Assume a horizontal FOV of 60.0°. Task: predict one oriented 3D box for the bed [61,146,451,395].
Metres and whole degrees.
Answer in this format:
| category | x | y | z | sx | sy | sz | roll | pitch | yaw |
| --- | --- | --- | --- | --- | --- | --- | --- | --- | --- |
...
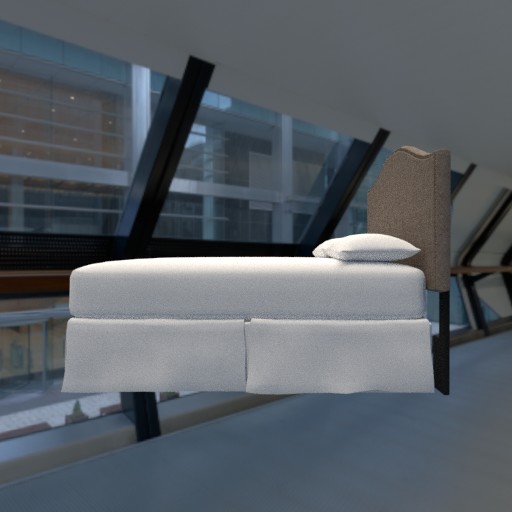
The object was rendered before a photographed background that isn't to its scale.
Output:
| category | x | y | z | sx | sy | sz | roll | pitch | yaw |
| --- | --- | --- | --- | --- | --- | --- | --- | --- | --- |
| bed | 0.000 | 0.000 | 3.214 | 2.153 | 1.518 | 1.713 | 0 | 0 | 1 |
